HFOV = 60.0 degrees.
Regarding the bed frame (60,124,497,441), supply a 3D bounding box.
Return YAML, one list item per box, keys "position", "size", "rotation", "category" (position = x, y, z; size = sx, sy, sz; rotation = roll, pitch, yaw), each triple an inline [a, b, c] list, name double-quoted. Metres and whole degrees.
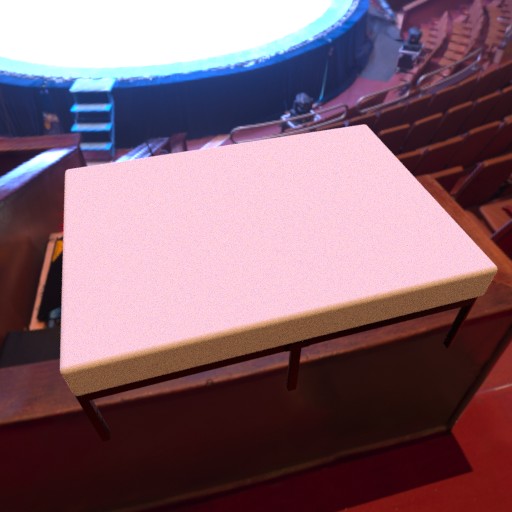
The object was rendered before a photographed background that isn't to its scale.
- position: [0.000, 0.000, 2.567]
  size: [1.956, 0.659, 1.408]
  rotation: [-12, 46, -11]
  category: "bed frame"
